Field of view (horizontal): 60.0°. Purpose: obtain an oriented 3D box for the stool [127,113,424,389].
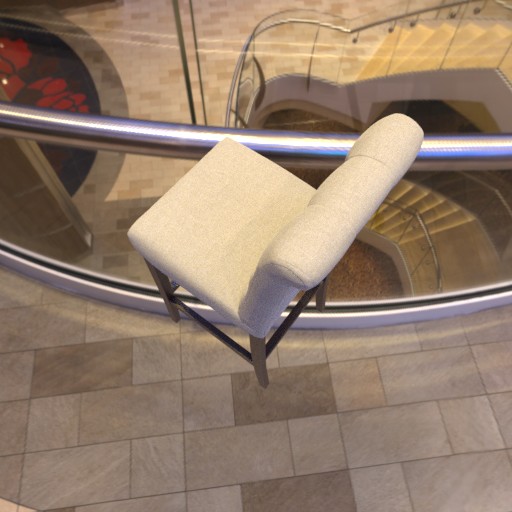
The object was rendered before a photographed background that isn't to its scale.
[{"bbox_3d":[0.000,0.000,1.429,0.601,1.140,0.493,34,67,17],"label":"stool"}]
